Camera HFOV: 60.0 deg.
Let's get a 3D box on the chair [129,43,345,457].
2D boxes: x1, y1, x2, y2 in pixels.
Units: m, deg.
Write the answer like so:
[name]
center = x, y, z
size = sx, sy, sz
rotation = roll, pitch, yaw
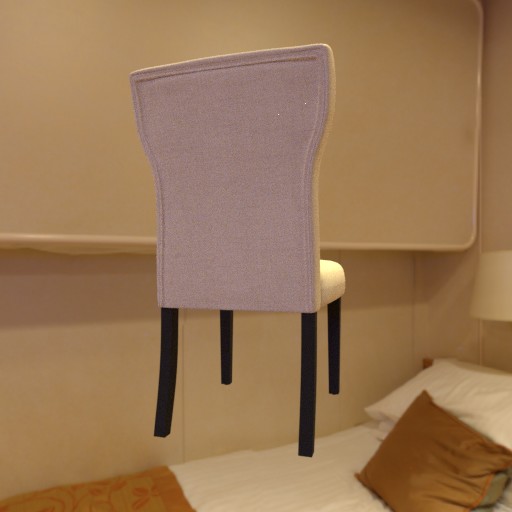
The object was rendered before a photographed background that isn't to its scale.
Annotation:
[chair]
center = 0.000, 0.000, 1.284
size = 0.509, 0.921, 0.597
rotation = 0, 0, 17
